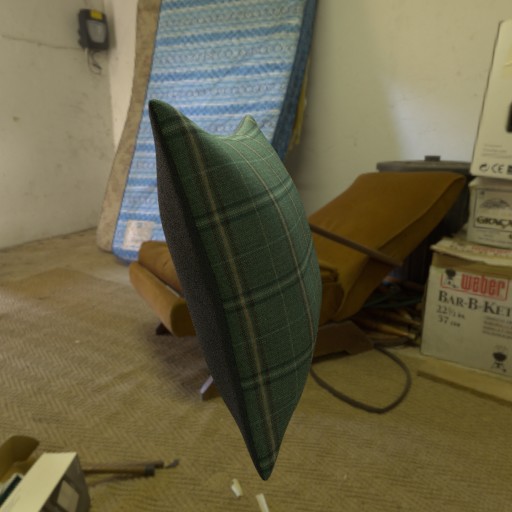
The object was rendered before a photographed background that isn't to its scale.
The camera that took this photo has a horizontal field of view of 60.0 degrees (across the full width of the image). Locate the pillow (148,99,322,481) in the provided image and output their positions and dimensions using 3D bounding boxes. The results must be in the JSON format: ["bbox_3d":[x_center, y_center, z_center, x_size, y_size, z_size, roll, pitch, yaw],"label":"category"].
[{"bbox_3d":[0.000,0.000,0.678,0.200,0.430,0.453,3,16,10],"label":"pillow"}]
